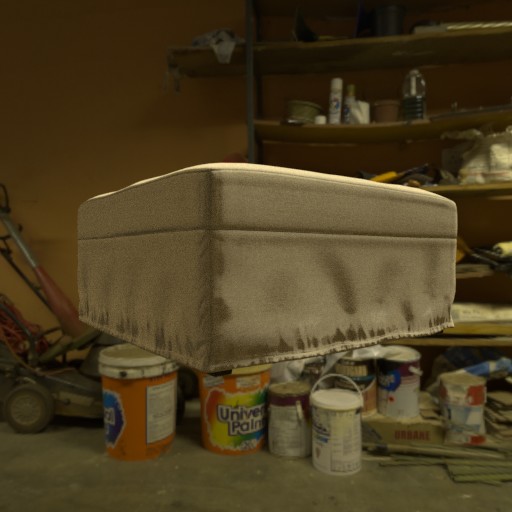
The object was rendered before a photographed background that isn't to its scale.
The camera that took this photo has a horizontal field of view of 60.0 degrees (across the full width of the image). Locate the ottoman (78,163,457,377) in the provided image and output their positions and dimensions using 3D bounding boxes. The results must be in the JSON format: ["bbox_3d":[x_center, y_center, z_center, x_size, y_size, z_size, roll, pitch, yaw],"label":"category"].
[{"bbox_3d":[0.000,0.000,1.333,0.840,0.436,0.843,0,0,-37],"label":"ottoman"}]
